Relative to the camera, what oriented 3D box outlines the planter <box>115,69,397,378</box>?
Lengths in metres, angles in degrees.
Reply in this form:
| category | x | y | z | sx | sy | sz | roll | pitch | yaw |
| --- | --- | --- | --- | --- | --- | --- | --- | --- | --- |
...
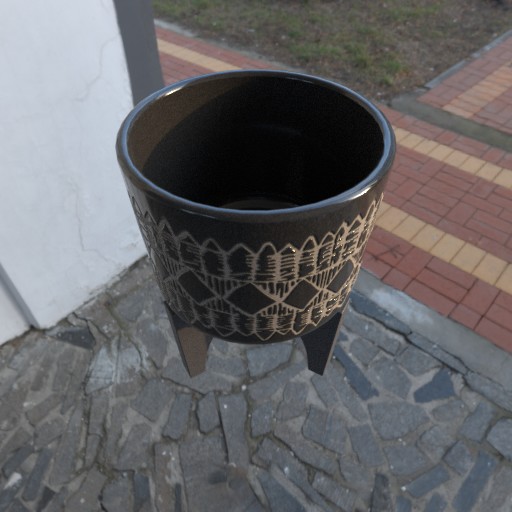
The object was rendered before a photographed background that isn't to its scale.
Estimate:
| category | x | y | z | sx | sy | sz | roll | pitch | yaw |
| --- | --- | --- | --- | --- | --- | --- | --- | --- | --- |
| planter | 0.000 | 0.000 | 0.409 | 0.196 | 0.264 | 0.196 | -24 | 51 | -21 |
